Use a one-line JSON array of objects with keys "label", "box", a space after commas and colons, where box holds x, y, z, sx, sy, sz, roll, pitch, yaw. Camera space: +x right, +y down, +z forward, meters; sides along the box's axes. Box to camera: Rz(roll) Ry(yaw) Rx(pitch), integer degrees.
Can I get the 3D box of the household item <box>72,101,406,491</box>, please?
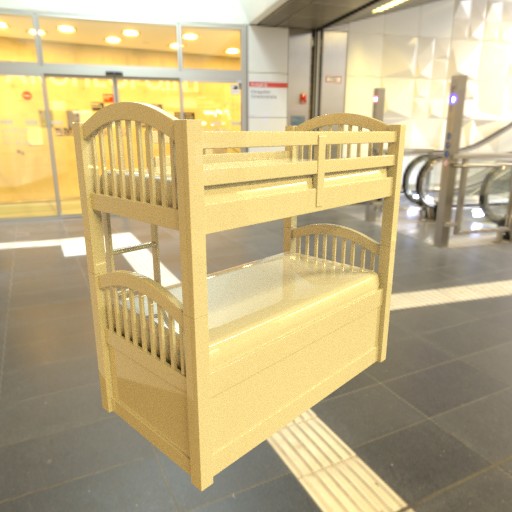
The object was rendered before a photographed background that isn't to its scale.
[{"label": "household item", "box": [0.000, 0.000, 3.220, 1.143, 2.032, 2.032, 15, 21, 42]}]
